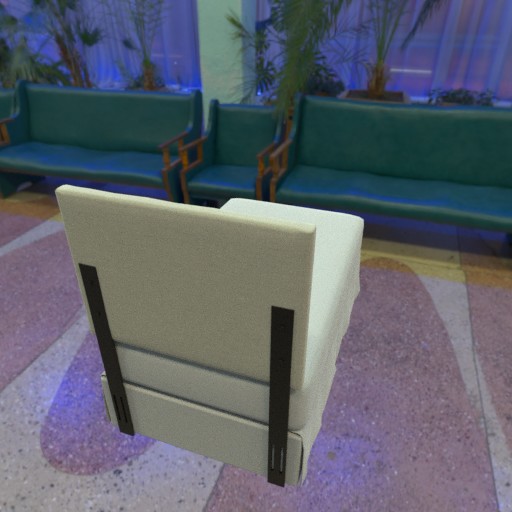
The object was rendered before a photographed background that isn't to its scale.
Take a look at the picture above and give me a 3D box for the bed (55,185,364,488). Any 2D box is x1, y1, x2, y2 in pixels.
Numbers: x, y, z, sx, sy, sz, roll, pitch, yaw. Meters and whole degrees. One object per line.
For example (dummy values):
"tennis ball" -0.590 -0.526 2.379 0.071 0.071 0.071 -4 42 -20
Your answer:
"bed" 0.000 0.000 2.915 1.261 1.571 1.997 11 33 17
